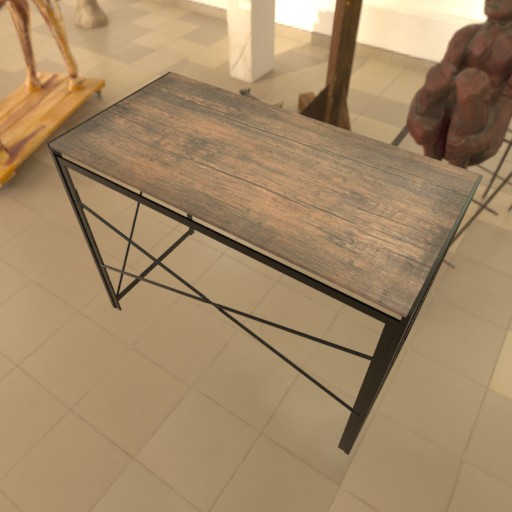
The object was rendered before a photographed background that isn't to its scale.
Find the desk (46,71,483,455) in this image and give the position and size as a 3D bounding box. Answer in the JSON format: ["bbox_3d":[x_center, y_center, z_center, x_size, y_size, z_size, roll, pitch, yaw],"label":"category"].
[{"bbox_3d":[0.000,0.000,1.419,1.015,0.747,0.505,26,53,22],"label":"desk"}]
